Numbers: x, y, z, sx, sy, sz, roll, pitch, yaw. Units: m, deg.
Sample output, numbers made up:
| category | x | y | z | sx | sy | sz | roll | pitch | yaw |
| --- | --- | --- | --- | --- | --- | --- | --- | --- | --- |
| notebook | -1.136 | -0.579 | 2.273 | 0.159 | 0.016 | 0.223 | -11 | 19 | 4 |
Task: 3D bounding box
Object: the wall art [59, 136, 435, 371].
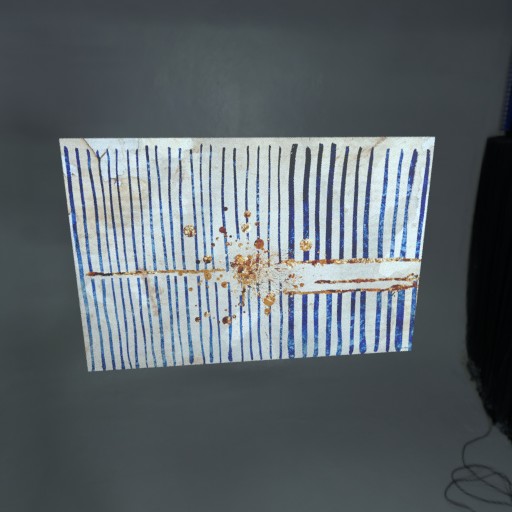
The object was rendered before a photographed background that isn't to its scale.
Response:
| category | x | y | z | sx | sy | sz | roll | pitch | yaw |
| --- | --- | --- | --- | --- | --- | --- | --- | --- | --- |
| wall art | 0.000 | 0.000 | 1.179 | 0.919 | 0.609 | 0.030 | -2 | 17 | -7 |
